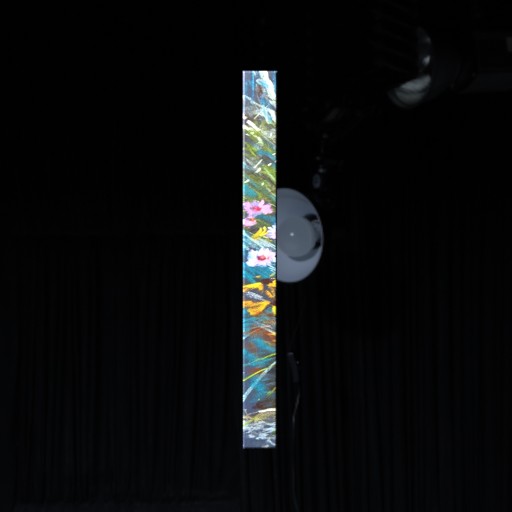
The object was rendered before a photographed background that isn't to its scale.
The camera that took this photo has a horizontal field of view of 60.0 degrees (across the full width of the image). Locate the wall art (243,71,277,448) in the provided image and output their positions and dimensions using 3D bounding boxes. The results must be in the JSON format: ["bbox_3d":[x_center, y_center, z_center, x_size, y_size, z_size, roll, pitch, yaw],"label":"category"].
[{"bbox_3d":[0.000,0.000,0.782,0.037,0.406,0.610,0,1,-1],"label":"wall art"}]
